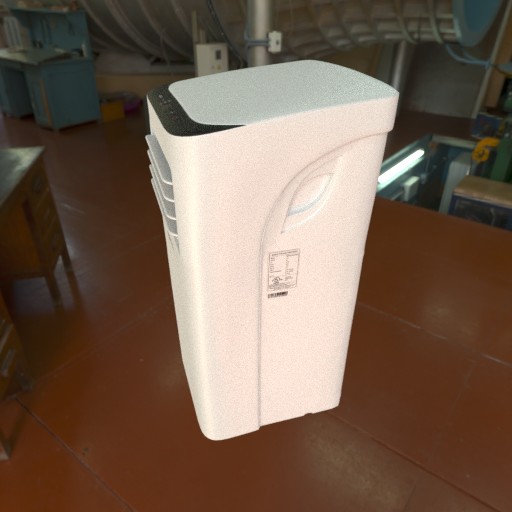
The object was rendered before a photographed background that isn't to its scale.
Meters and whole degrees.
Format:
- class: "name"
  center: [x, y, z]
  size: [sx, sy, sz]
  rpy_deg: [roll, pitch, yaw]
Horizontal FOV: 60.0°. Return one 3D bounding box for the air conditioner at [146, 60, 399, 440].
- class: "air conditioner"
  center: [0.000, 0.000, 0.924]
  size: [0.369, 0.716, 0.352]
  rpy_deg: [-10, 33, -15]
